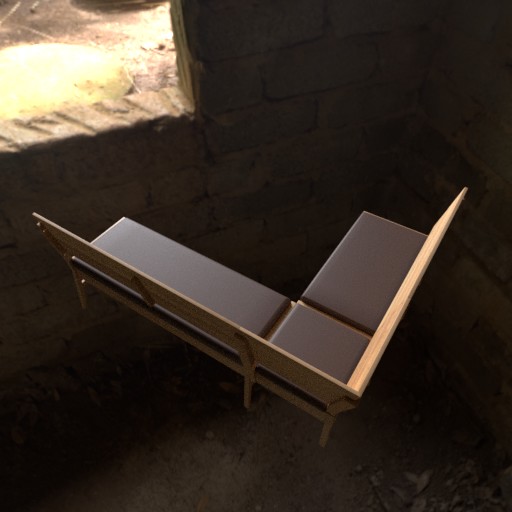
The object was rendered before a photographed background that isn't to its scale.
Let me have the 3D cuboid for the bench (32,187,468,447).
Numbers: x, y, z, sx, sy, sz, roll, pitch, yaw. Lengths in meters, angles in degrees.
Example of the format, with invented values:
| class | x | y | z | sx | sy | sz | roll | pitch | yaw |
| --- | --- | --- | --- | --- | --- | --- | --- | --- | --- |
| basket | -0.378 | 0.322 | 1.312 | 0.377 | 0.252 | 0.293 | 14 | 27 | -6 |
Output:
| class | x | y | z | sx | sy | sz | roll | pitch | yaw |
| --- | --- | --- | --- | --- | --- | --- | --- | --- | --- |
| bench | 0.000 | 0.000 | 2.826 | 1.975 | 0.890 | 1.549 | 25 | 51 | 21 |
